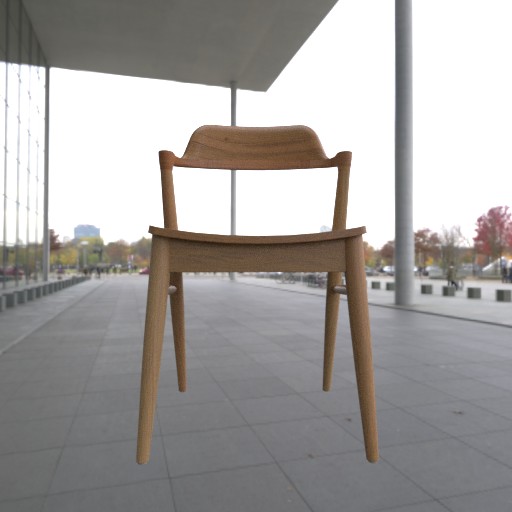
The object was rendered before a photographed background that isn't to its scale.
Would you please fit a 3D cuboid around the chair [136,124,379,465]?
[{"bbox_3d":[0.000,0.000,1.085,0.512,0.792,0.499,0,-1,-1],"label":"chair"}]
